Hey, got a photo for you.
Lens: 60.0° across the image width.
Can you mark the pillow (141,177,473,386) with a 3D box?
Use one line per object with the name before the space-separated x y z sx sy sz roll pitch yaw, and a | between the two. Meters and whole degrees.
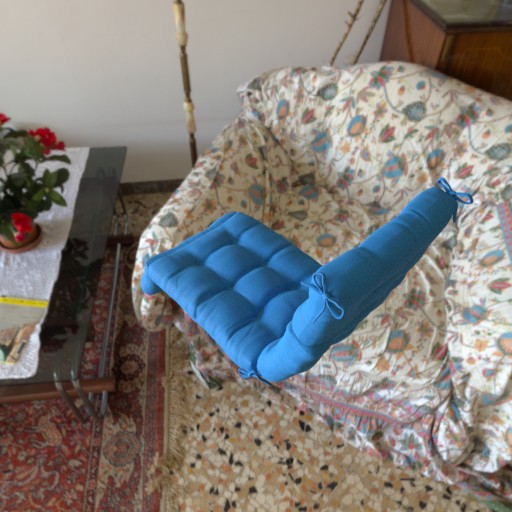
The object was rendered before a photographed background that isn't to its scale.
pillow | 0.000 0.000 1.501 0.526 0.863 1.016 -34 55 -28
